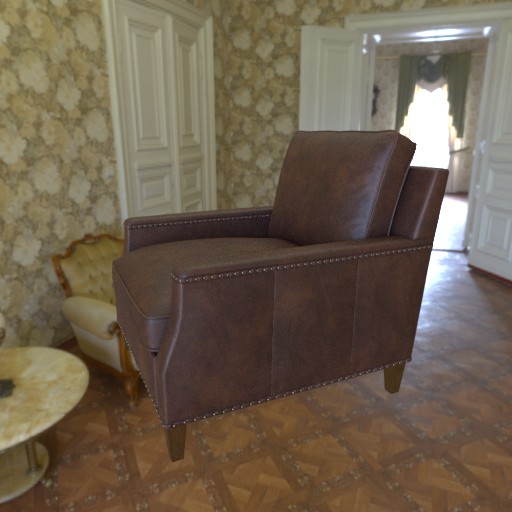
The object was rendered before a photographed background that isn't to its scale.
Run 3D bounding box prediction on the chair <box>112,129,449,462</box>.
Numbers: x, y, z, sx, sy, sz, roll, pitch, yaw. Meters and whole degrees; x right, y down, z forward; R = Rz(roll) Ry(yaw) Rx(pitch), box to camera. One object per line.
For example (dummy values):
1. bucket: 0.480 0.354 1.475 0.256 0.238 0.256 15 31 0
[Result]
1. chair: 0.000 0.000 1.690 1.014 0.929 0.853 -7 17 -24
